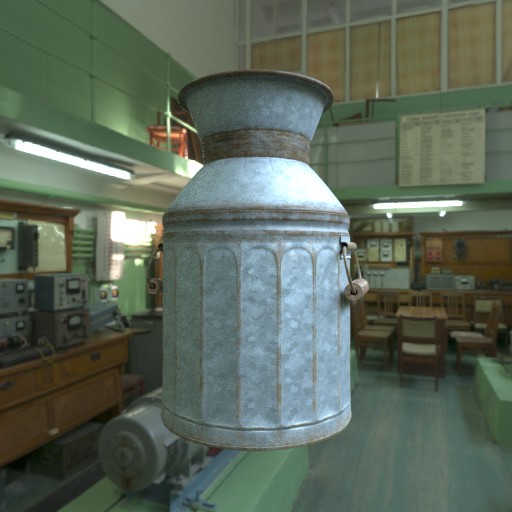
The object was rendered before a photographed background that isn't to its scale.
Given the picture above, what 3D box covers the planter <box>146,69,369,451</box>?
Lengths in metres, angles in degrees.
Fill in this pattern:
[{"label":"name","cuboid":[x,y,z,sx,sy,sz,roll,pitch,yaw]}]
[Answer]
[{"label":"planter","cuboid":[0.000,0.000,0.510,0.248,0.358,0.215,0,0,18]}]
